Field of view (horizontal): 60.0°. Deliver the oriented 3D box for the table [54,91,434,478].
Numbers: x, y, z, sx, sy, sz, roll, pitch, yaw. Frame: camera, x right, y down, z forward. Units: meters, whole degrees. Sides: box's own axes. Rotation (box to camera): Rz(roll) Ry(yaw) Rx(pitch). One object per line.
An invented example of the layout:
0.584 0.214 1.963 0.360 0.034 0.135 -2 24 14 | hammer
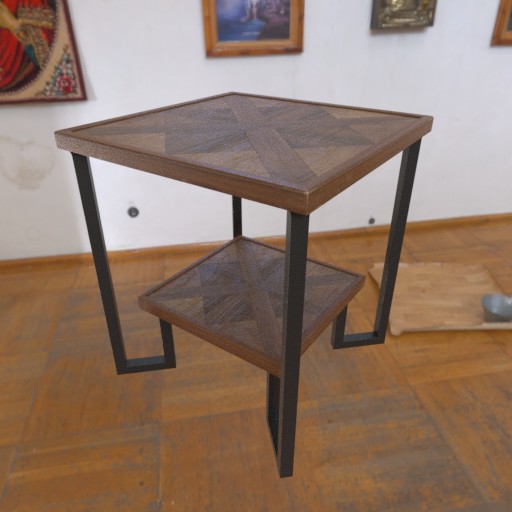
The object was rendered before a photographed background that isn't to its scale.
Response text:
0.000 0.000 0.956 0.503 0.563 0.503 19 35 30 | table
